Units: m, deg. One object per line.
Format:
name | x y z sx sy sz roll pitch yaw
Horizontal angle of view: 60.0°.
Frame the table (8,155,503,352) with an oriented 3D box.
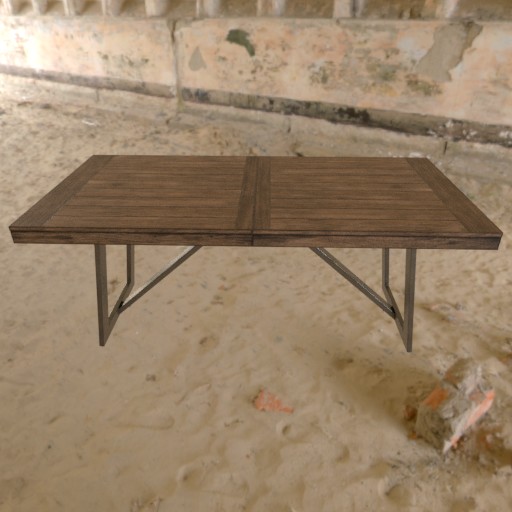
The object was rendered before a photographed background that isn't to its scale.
table | 0.000 0.000 2.263 1.867 0.757 0.931 1 30 1
